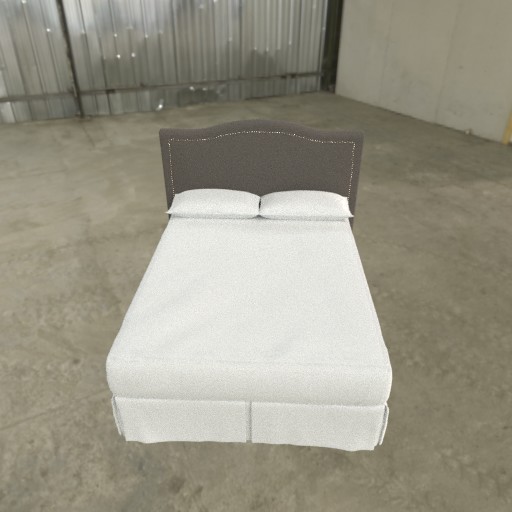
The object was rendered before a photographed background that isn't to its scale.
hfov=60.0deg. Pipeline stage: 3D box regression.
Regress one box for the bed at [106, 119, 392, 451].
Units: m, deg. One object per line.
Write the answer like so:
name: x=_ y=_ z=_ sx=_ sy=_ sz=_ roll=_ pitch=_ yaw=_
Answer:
bed: x=0.000 y=0.000 z=3.090 sx=1.666 sy=1.387 sz=2.036 roll=1 pitch=32 yaw=2
